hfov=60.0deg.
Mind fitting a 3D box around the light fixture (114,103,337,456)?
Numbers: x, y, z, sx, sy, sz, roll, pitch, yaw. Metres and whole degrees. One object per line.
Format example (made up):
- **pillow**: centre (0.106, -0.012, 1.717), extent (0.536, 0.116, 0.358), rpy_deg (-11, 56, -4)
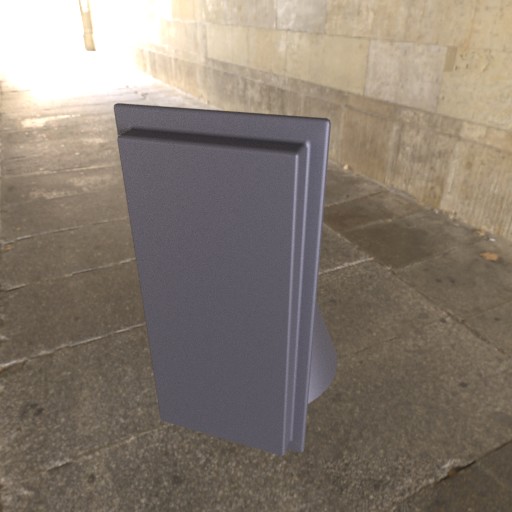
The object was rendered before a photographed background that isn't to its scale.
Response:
- **light fixture**: centre (0.000, 0.000, 0.419), extent (0.170, 0.298, 0.207), rpy_deg (9, 31, 16)
